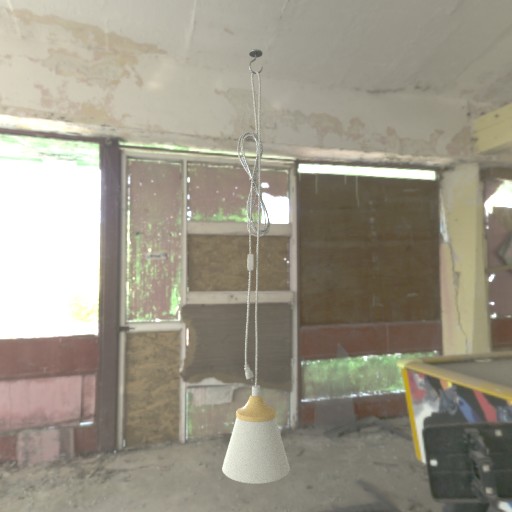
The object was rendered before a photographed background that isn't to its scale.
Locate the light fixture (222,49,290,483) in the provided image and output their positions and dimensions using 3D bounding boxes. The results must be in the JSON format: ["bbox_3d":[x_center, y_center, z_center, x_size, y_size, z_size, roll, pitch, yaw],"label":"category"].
[{"bbox_3d":[0.000,0.000,1.031,0.153,0.966,0.153,-1,-3,18],"label":"light fixture"}]
